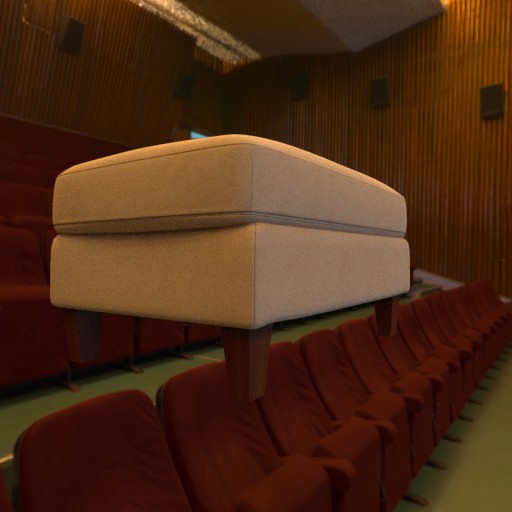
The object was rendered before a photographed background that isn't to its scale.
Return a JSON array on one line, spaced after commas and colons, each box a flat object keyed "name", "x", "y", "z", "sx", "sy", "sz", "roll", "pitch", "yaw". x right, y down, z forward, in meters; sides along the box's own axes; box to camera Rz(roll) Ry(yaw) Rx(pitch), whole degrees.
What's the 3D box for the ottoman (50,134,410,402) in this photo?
[{"name": "ottoman", "x": 0.000, "y": 0.000, "z": 1.191, "sx": 0.584, "sy": 0.483, "sz": 0.864, "roll": 0, "pitch": 0, "yaw": 35}]
